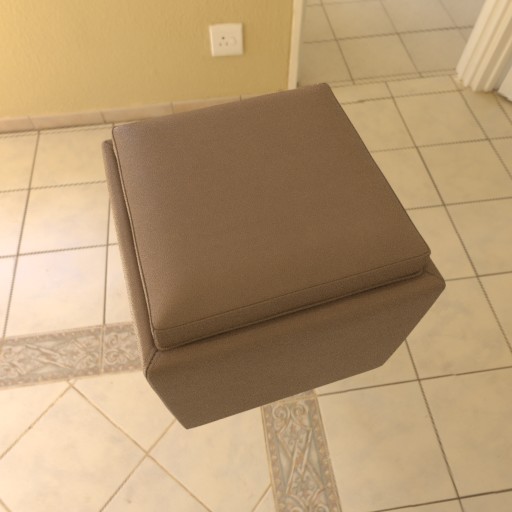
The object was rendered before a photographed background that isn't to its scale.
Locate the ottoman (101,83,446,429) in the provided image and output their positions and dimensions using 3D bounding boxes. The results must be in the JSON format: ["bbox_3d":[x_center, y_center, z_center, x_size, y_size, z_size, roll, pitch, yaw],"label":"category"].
[{"bbox_3d":[0.000,0.000,0.832,0.451,0.460,0.450,-15,60,-9],"label":"ottoman"}]
